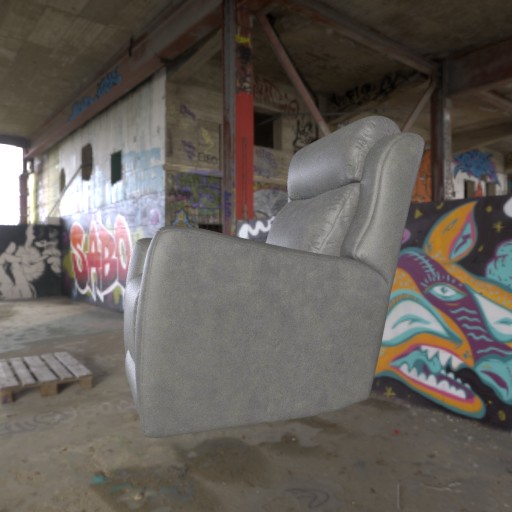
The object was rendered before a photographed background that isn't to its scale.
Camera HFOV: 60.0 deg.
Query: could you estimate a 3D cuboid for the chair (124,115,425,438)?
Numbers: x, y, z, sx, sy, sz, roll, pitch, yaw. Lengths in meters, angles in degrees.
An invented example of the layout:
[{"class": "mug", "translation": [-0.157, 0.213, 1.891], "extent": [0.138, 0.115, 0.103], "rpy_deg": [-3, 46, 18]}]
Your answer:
[{"class": "chair", "translation": [0.000, 0.000, 1.896], "extent": [1.068, 1.116, 0.967], "rpy_deg": [0, 0, -19]}]
